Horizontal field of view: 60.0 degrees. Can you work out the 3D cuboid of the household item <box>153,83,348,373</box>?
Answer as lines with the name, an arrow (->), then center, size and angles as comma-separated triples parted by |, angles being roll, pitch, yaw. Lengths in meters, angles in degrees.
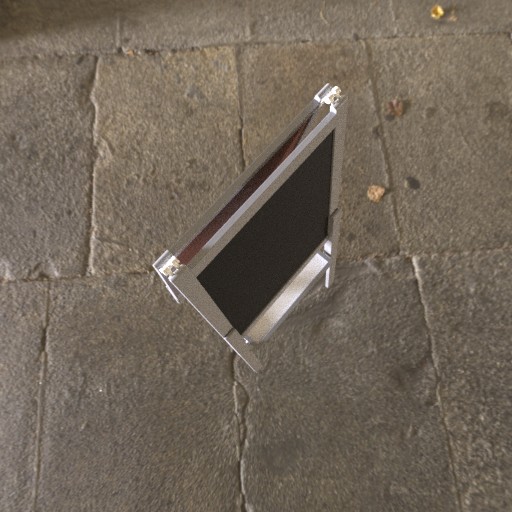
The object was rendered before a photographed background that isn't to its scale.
household item -> 0.000, 0.000, 1.436 | 0.469, 1.172, 0.531 | 40, 78, 10
